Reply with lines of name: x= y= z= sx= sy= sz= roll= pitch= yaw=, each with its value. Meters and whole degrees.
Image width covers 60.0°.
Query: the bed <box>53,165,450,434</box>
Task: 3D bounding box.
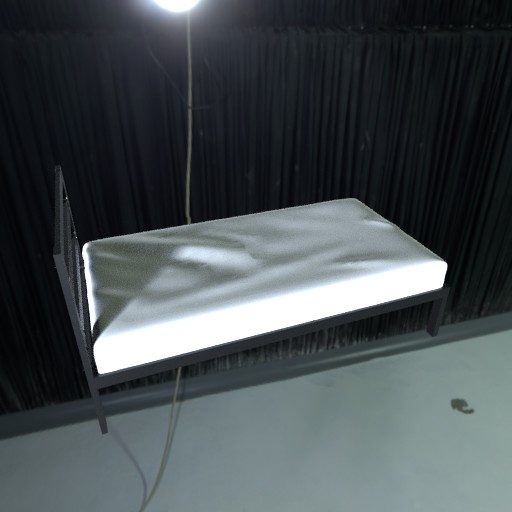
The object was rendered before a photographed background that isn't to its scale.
bed: x=0.000 y=0.000 z=2.494 sx=1.930 sy=0.967 sz=0.991 roll=-11 pitch=33 yaw=-18
